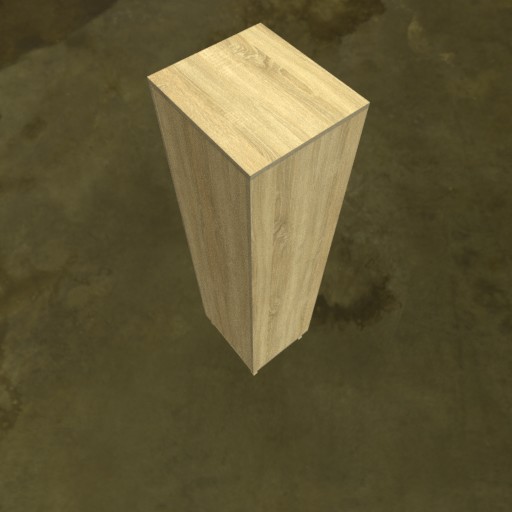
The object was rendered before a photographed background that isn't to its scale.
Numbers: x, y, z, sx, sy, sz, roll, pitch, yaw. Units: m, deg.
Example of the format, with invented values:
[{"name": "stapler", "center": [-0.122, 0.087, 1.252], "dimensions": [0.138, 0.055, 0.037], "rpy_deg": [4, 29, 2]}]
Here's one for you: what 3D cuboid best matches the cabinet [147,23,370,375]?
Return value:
[{"name": "cabinet", "center": [0.000, 0.000, 2.175], "dimensions": [0.450, 1.960, 0.510], "rpy_deg": [-35, 65, -19]}]
